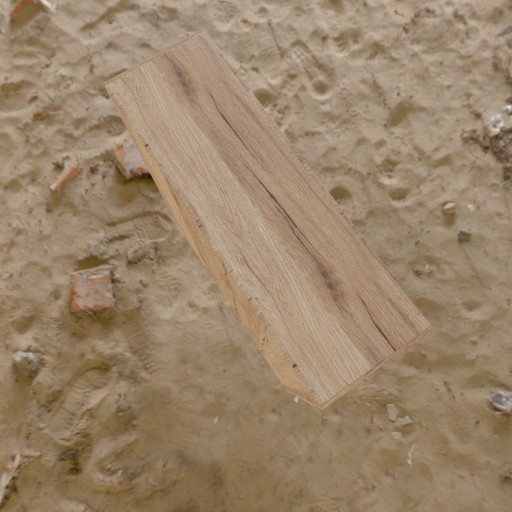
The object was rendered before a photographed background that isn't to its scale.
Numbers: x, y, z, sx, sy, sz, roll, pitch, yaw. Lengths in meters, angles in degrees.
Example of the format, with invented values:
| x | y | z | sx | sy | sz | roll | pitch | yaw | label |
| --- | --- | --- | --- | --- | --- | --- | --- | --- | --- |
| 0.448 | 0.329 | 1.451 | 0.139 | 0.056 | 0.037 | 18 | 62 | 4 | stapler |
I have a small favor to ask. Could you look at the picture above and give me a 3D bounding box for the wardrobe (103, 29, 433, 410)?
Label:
| x | y | z | sx | sy | sz | roll | pitch | yaw | label |
| --- | --- | --- | --- | --- | --- | --- | --- | --- | --- |
| 0.000 | 0.000 | 2.997 | 0.580 | 2.070 | 1.810 | -33 | 77 | -8 | wardrobe |
